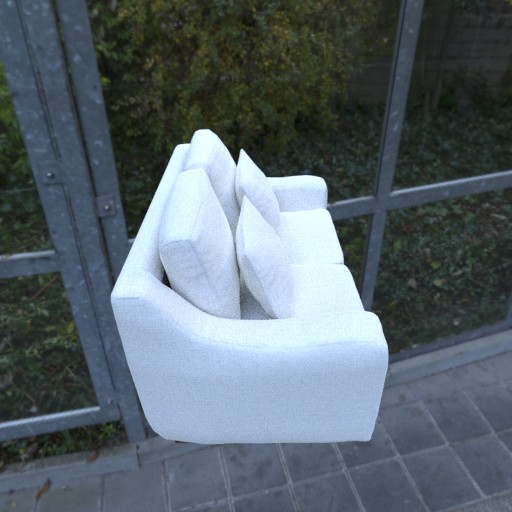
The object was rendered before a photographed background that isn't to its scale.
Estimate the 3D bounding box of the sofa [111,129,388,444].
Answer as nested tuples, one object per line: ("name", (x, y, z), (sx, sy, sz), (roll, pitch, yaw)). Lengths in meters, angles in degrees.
("sofa", (0.000, 0.000, 2.417), (1.040, 1.047, 1.744), (-1, 31, -1))
